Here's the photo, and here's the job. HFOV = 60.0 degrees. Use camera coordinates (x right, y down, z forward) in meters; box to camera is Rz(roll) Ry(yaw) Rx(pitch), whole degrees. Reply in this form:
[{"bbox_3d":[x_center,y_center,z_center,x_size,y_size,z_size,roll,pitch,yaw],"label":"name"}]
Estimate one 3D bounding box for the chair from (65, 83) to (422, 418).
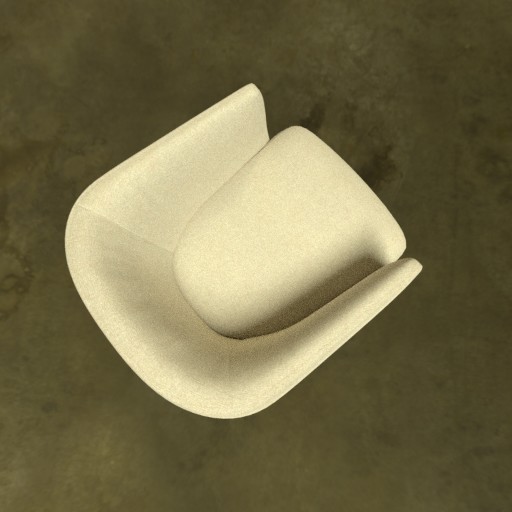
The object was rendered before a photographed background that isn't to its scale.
[{"bbox_3d":[0.000,0.000,1.593,0.986,0.861,0.822,-38,79,-9],"label":"chair"}]
